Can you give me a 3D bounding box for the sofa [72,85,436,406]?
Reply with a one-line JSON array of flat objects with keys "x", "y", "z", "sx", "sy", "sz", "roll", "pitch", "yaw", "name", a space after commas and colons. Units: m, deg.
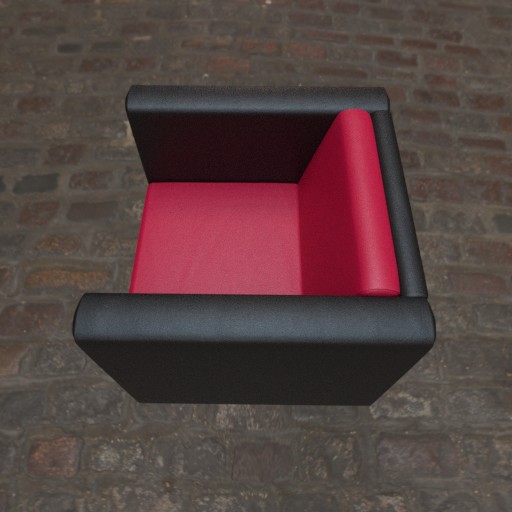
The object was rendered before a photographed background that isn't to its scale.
[{"x": 0.000, "y": 0.000, "z": 1.454, "sx": 0.809, "sy": 0.724, "sz": 0.839, "roll": 1, "pitch": 59, "yaw": 0, "name": "sofa"}]
